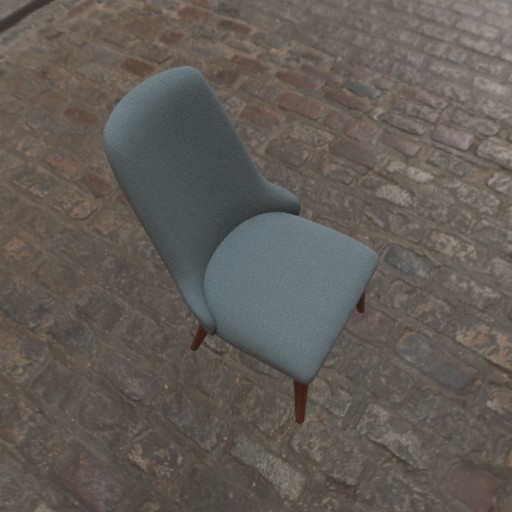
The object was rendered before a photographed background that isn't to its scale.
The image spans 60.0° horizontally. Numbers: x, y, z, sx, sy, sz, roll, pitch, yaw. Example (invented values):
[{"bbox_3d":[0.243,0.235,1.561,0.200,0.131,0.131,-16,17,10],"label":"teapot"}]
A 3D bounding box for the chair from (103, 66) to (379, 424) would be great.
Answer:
[{"bbox_3d":[0.000,0.000,1.351,0.707,0.918,0.535,29,63,17],"label":"chair"}]
